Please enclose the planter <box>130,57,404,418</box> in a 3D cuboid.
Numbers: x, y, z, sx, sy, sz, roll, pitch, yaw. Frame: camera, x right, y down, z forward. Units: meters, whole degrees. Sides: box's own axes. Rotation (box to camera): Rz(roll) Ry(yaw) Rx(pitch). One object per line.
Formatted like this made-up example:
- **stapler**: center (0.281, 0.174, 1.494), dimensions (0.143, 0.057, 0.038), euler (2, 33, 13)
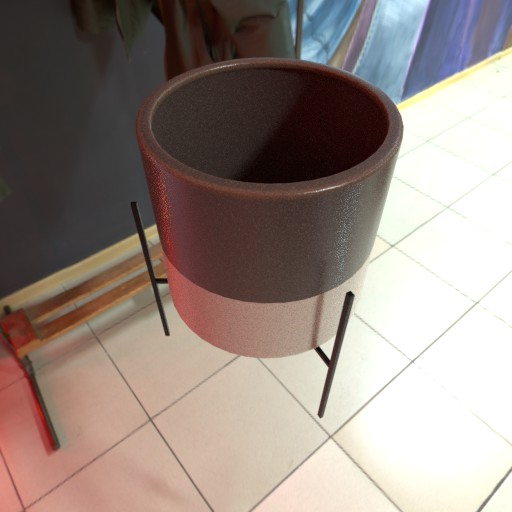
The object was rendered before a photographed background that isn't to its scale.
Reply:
- **planter**: center (0.000, 0.000, 0.511), dimensions (0.260, 0.353, 0.250), euler (-5, 47, -5)
